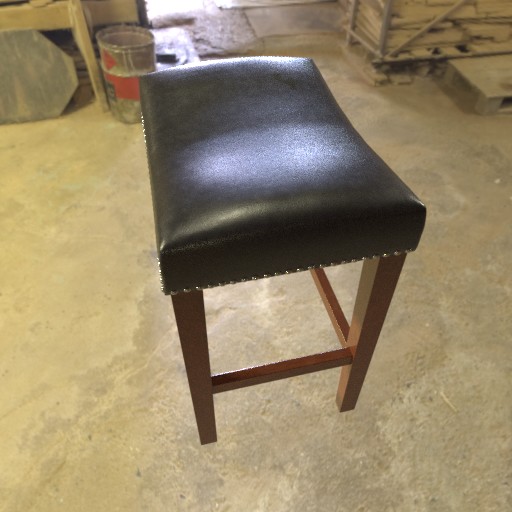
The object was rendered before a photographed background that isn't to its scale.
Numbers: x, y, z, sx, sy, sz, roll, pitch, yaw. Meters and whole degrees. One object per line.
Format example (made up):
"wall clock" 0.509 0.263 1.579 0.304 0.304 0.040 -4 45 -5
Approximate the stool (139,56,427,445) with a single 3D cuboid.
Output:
"stool" 0.000 0.000 0.941 0.372 0.654 0.504 -10 47 -9
